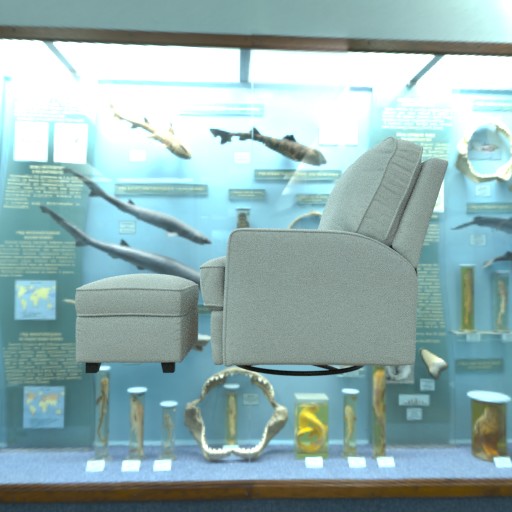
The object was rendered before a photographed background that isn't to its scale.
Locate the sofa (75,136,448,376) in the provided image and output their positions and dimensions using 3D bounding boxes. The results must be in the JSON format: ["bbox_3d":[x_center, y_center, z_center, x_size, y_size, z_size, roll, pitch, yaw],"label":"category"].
[{"bbox_3d":[0.000,0.000,2.046,1.472,0.959,0.861,0,-2,-1],"label":"sofa"}]
